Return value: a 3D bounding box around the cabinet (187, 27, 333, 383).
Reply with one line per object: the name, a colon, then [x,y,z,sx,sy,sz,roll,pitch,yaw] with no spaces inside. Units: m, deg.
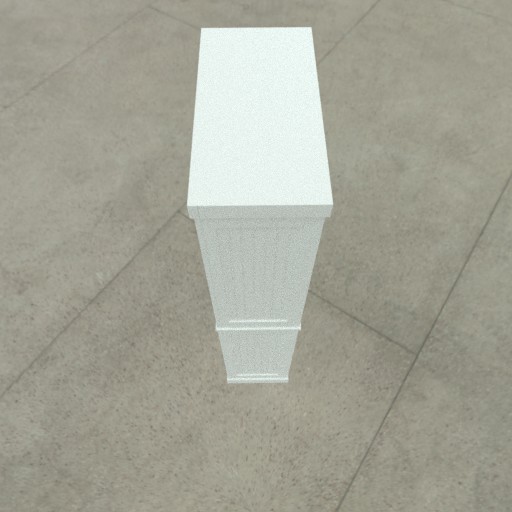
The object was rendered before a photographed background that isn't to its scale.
cabinet: [0.000,0.000,2.123,0.390,1.829,0.754,-1,60,0]
